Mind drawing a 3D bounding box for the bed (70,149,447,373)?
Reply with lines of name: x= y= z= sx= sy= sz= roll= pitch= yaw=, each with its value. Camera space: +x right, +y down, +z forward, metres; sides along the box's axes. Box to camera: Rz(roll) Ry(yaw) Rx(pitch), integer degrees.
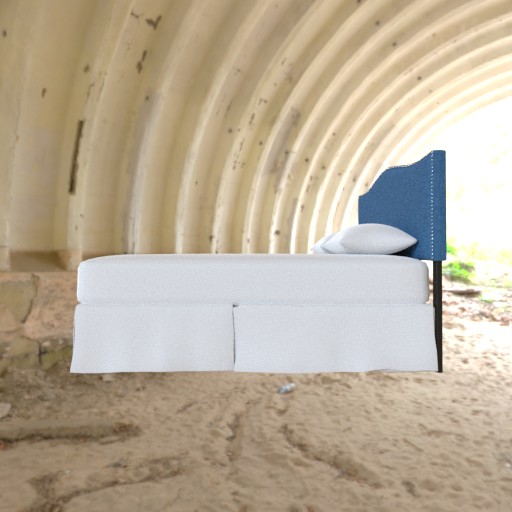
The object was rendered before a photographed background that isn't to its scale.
bed: x=0.000 y=0.000 z=2.955 sx=1.872 sy=1.169 sz=1.610 roll=0 pitch=-1 yaw=0
